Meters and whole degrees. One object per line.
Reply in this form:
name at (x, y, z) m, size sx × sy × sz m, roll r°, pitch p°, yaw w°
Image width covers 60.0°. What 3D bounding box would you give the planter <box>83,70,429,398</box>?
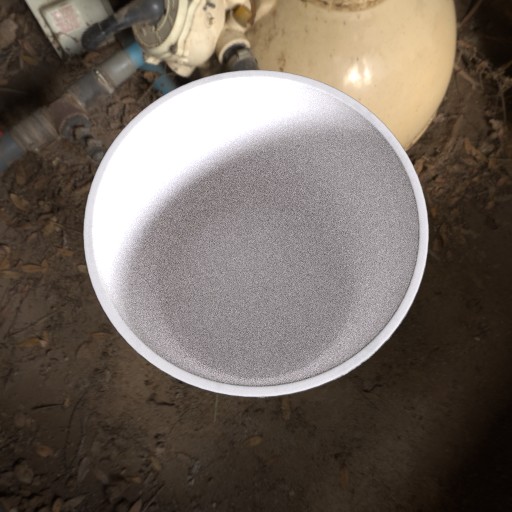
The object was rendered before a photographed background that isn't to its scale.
planter at (0.000, 0.000, 0.433) m, size 0.254 × 0.221 × 0.254 m, roll 0°, pitch 75°, yaw 0°
